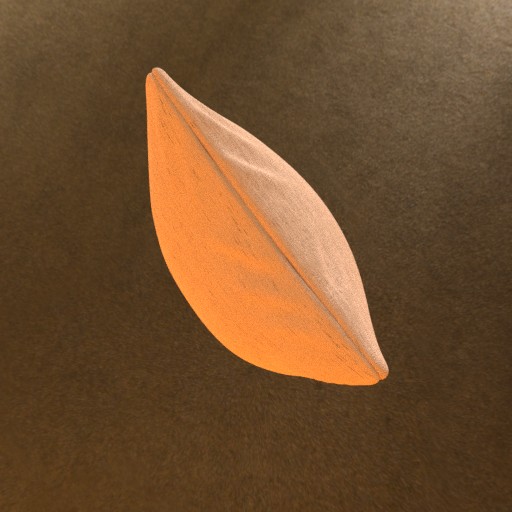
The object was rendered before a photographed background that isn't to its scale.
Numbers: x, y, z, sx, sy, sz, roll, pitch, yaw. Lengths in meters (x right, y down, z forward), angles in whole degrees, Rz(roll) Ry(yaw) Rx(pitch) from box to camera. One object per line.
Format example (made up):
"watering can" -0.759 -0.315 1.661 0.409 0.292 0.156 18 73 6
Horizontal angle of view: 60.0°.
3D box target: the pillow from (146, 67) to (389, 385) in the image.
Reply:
"pillow" 0.000 0.000 0.668 0.246 0.415 0.432 -35 79 -8
